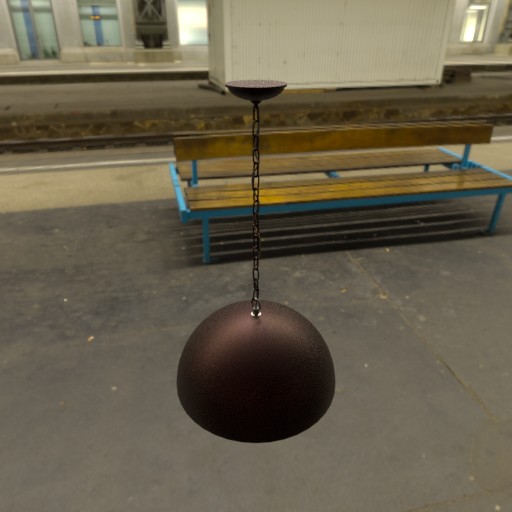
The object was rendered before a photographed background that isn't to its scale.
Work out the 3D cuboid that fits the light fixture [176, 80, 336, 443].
[{"bbox_3d":[0.000,0.000,1.190,0.492,0.869,0.492,-19,33,-31],"label":"light fixture"}]
